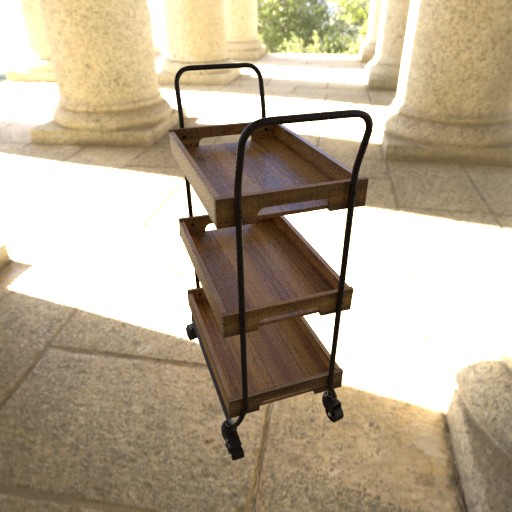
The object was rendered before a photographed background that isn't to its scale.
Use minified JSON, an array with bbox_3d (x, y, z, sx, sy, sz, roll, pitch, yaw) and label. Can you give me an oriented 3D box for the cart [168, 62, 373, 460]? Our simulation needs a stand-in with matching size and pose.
[{"bbox_3d":[0.000,0.000,1.158,0.339,0.857,0.583,-10,33,-16],"label":"cart"}]
